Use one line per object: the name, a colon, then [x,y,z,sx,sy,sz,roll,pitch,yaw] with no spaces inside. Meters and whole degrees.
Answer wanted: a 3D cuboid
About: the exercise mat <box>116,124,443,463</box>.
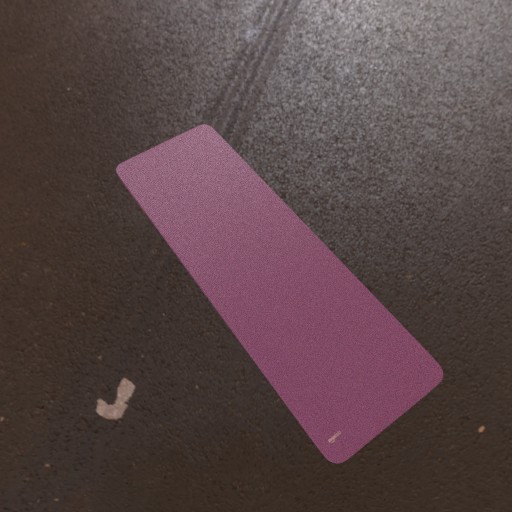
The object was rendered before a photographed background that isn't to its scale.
exercise mat: [0.000,0.000,2.134,0.616,0.021,1.869,-31,63,-18]
